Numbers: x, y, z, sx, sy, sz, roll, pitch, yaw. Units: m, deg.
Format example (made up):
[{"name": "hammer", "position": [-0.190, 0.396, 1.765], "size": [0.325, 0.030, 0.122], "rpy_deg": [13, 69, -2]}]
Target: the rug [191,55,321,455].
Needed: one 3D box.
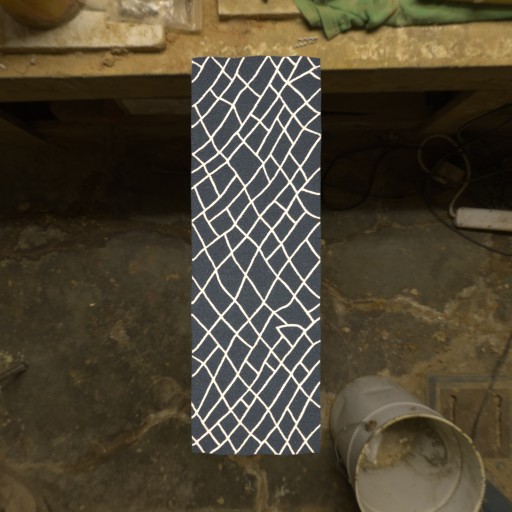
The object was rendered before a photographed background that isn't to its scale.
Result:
[{"name": "rug", "position": [0.000, 0.000, 2.746], "size": [0.807, 0.010, 2.476], "rpy_deg": [0, 90, 0]}]
